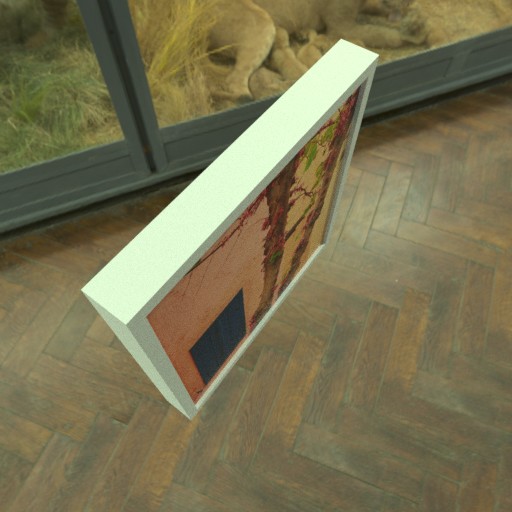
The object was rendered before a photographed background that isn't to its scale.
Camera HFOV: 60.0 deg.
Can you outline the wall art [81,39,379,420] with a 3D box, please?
[{"bbox_3d":[0.000,0.000,0.454,0.038,0.302,0.305,32,65,17],"label":"wall art"}]
